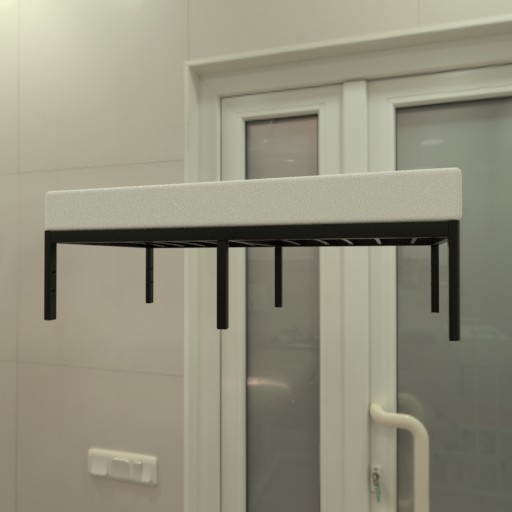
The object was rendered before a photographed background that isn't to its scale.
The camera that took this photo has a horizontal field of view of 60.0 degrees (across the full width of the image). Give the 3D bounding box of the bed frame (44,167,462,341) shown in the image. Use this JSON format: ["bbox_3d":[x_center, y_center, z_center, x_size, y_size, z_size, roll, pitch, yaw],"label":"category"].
[{"bbox_3d":[0.000,0.000,2.437,1.950,0.659,1.023,0,-1,18],"label":"bed frame"}]
